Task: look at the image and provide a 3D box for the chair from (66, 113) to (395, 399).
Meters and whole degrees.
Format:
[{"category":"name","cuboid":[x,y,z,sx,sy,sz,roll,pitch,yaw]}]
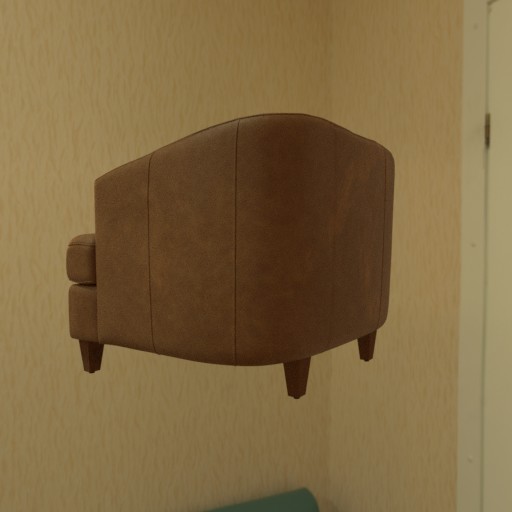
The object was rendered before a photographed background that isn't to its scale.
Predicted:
[{"category":"chair","cuboid":[0.000,0.000,1.754,0.911,0.836,1.119,1,2,37]}]
